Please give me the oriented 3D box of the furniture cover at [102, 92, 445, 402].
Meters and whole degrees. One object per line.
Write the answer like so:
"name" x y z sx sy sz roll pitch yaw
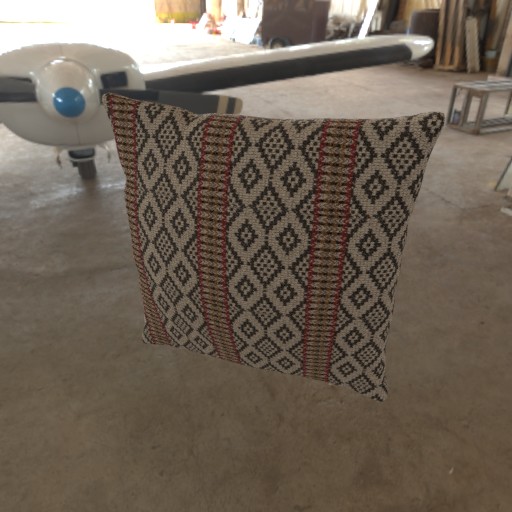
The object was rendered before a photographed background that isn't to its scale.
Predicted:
"furniture cover" 0.000 0.000 0.750 0.503 0.506 0.182 9 31 16
